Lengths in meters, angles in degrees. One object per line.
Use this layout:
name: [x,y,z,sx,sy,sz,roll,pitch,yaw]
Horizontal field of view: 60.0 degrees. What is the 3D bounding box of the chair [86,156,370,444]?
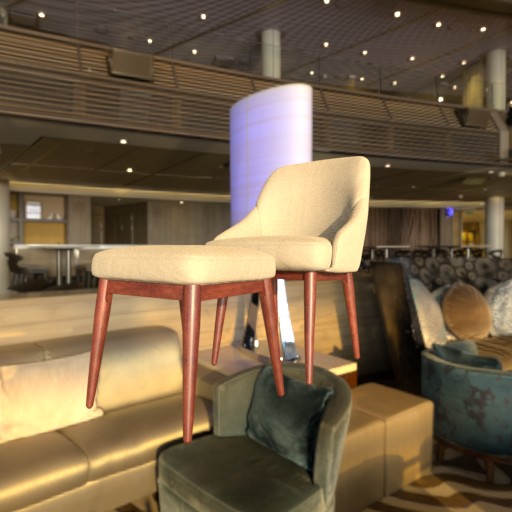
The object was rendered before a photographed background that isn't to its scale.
chair: [0.000,0.000,1.597,0.584,0.866,1.114,1,1,36]
